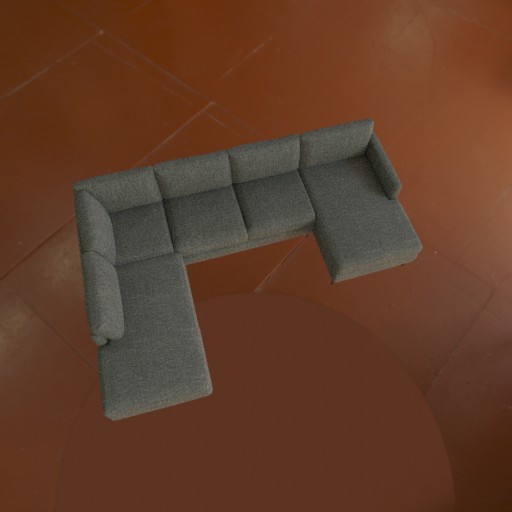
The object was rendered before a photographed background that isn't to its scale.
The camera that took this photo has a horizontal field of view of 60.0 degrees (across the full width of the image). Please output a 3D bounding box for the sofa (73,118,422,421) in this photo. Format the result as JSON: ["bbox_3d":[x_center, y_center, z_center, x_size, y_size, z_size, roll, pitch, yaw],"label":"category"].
[{"bbox_3d":[0.000,0.000,3.643,2.737,0.756,1.879,-14,65,-7],"label":"sofa"}]
